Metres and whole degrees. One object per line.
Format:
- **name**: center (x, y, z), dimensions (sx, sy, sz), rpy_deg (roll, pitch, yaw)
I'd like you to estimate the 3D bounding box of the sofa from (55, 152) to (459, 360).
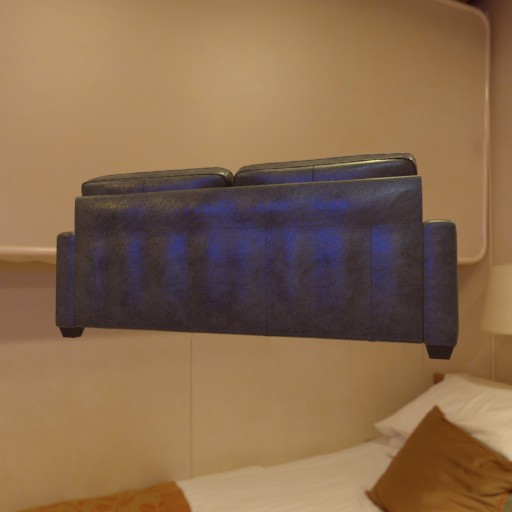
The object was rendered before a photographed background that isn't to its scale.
- **sofa**: center (0.000, 0.000, 2.587), dimensions (2.081, 0.916, 0.939), rpy_deg (-1, -2, 18)
